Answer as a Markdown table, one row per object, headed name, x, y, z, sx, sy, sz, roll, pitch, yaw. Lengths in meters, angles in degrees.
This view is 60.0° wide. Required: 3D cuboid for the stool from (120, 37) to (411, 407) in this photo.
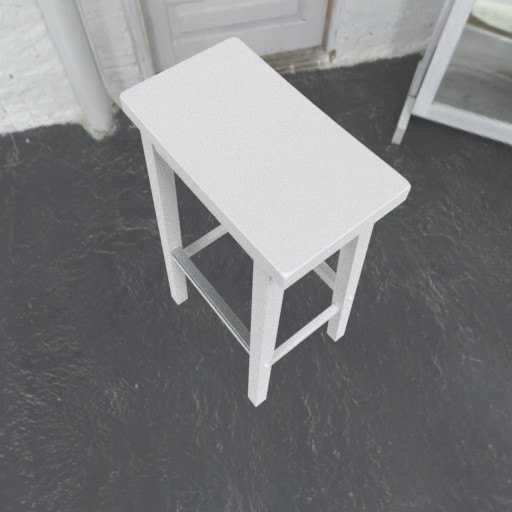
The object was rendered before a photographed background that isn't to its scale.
| name | x | y | z | sx | sy | sz | roll | pitch | yaw |
| --- | --- | --- | --- | --- | --- | --- | --- | --- | --- |
| stool | 0.000 | 0.000 | 0.975 | 0.322 | 0.742 | 0.406 | -35 | 67 | -17 |
